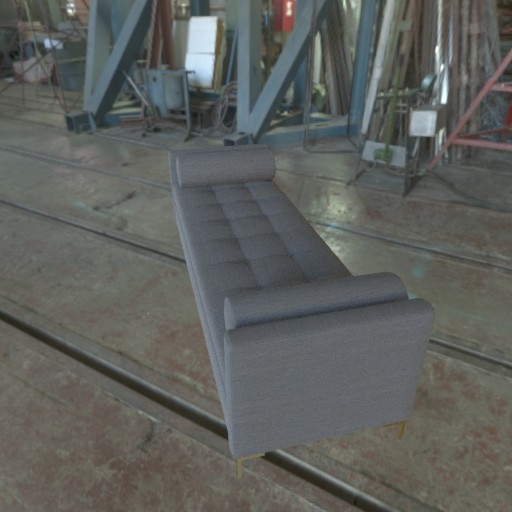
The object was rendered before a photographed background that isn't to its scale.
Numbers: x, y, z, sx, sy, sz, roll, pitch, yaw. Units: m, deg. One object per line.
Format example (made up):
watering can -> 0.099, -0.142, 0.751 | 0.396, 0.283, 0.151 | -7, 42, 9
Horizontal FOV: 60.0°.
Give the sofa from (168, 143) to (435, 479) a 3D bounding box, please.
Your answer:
sofa -> 0.000, 0.000, 2.312 | 0.686, 0.635, 1.981 | -7, 31, -13
